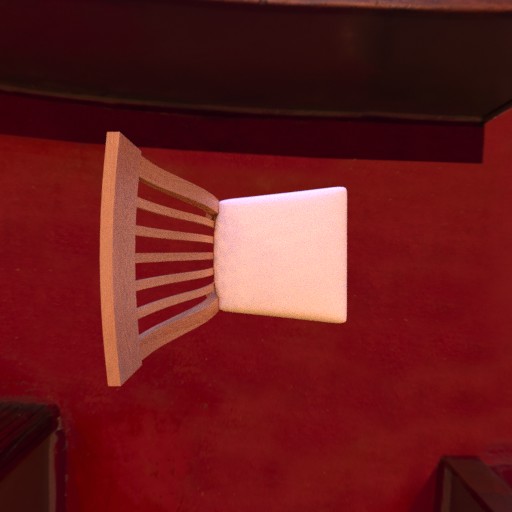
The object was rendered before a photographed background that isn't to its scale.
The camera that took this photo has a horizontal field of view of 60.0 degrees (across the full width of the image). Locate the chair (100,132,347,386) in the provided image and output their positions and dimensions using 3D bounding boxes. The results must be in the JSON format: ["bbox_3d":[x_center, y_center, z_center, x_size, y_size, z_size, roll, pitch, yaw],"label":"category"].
[{"bbox_3d":[0.000,0.000,1.315,0.580,1.050,0.450,0,91,-1],"label":"chair"}]
